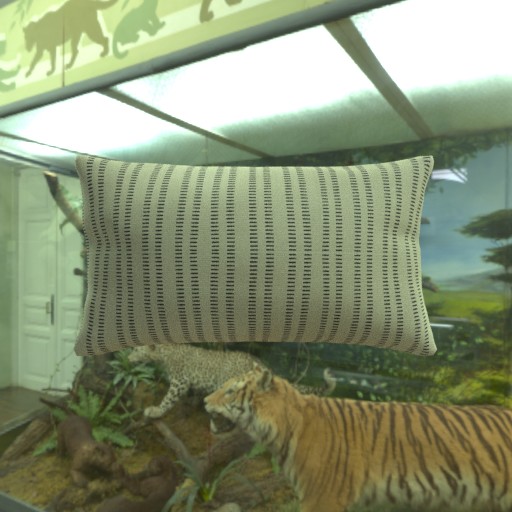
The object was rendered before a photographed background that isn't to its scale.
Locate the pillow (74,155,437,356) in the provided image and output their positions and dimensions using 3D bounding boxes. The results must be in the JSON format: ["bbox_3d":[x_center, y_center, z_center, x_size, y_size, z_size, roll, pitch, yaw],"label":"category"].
[{"bbox_3d":[0.000,0.000,0.772,0.640,0.353,0.210,0,0,-1],"label":"pillow"}]
